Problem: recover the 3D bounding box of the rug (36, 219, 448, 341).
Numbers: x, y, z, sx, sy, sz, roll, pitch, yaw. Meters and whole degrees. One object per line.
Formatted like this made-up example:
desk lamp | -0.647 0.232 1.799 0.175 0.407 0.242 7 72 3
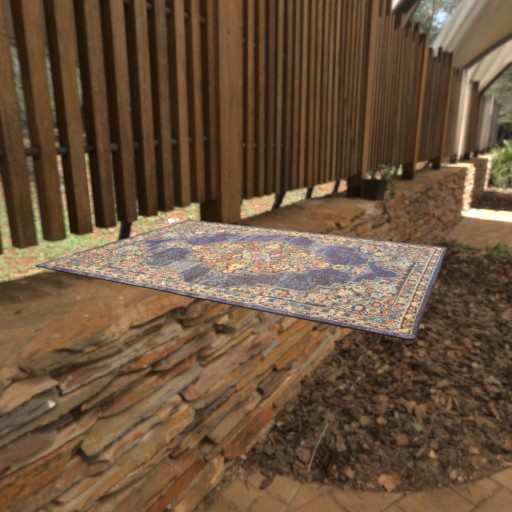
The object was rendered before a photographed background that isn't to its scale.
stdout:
rug | 0.000 0.000 2.929 2.232 0.009 1.630 8 18 26
